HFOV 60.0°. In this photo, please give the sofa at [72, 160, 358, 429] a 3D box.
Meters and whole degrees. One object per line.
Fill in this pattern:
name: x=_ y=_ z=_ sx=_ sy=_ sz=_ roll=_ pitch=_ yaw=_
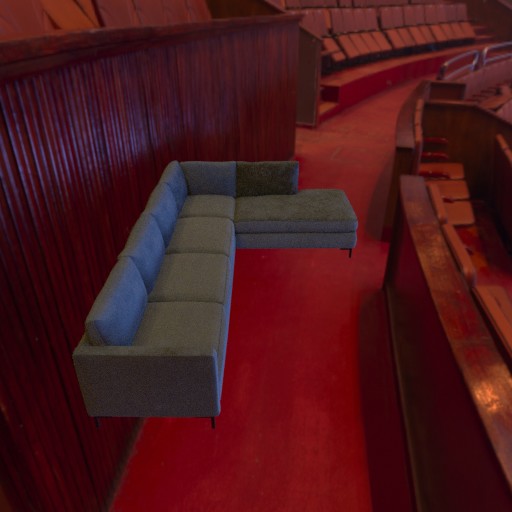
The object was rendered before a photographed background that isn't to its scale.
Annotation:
sofa: x=0.000 y=0.000 z=3.175 sx=1.707 sy=0.687 sz=2.486 roll=0 pitch=30 yaw=0
